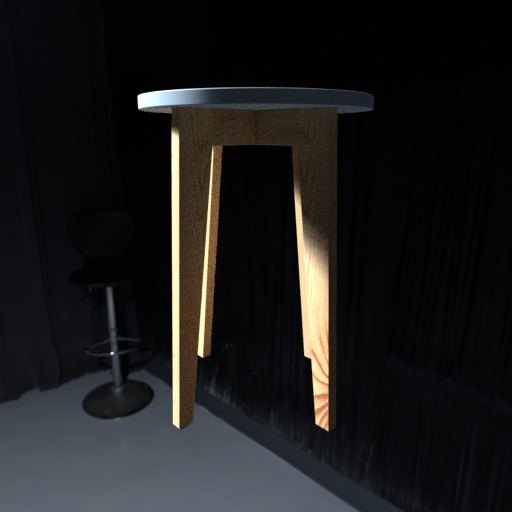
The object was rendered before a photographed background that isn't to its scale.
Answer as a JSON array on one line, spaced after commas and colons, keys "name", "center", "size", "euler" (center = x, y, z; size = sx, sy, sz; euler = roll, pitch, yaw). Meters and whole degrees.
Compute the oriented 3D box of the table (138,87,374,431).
[{"name": "table", "center": [0.000, 0.000, 0.745], "size": [0.350, 0.500, 0.350], "euler": [0, 16, 0]}]
